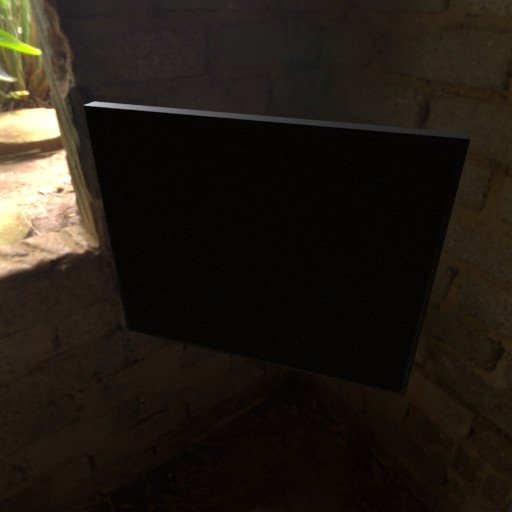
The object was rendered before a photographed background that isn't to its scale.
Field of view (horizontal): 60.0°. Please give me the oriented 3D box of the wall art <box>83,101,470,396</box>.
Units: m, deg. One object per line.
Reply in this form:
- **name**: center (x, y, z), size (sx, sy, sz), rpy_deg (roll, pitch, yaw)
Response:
- **wall art**: center (0.000, 0.000, 0.745), size (0.559, 0.458, 0.029), rpy_deg (10, 33, 16)
